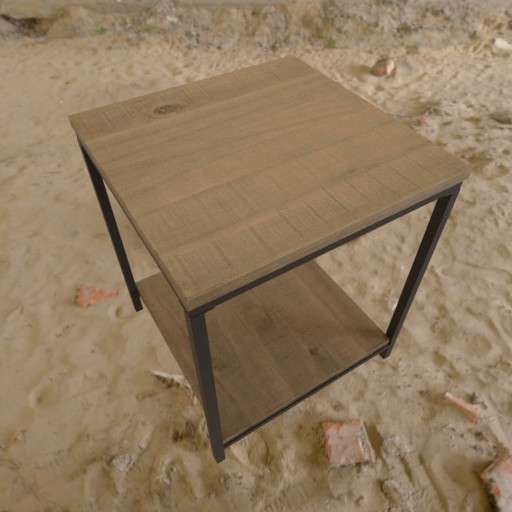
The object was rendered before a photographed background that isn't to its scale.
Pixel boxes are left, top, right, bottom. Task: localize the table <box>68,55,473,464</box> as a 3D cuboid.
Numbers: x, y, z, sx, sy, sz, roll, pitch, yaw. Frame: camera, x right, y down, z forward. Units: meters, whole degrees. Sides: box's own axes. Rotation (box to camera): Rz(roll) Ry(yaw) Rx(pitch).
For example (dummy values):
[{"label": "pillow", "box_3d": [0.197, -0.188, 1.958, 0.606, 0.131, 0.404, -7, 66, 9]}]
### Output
[{"label": "table", "box_3d": [0.000, 0.000, 0.980, 0.507, 0.589, 0.503, -24, 52, -21]}]
